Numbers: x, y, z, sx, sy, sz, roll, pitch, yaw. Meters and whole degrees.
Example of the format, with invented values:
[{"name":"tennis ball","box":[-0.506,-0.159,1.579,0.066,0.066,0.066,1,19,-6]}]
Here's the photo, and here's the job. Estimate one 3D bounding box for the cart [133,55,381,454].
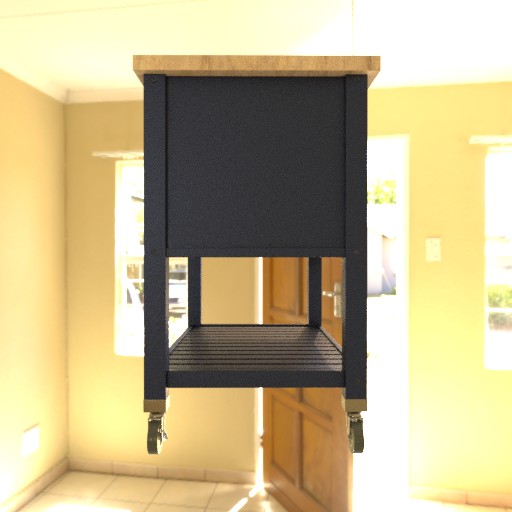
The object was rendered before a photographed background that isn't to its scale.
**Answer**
[{"name":"cart","box":[0.000,0.000,1.400,0.567,0.920,0.797,0,0,0]}]
